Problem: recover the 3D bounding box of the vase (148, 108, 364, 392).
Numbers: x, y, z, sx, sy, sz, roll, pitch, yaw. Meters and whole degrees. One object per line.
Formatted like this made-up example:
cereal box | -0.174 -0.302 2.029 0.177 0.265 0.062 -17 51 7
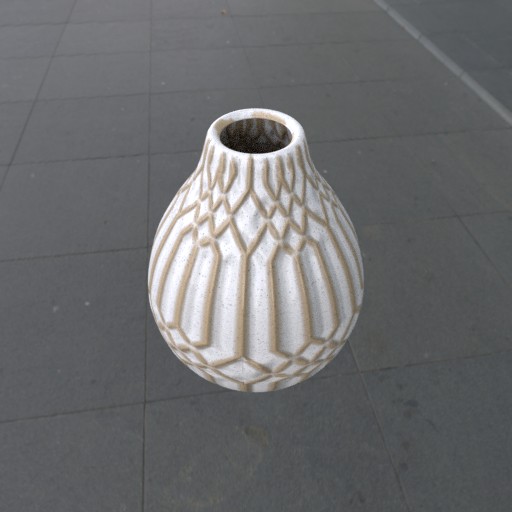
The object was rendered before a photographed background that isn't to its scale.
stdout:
vase | 0.000 0.000 0.317 0.159 0.200 0.159 0 46 0
